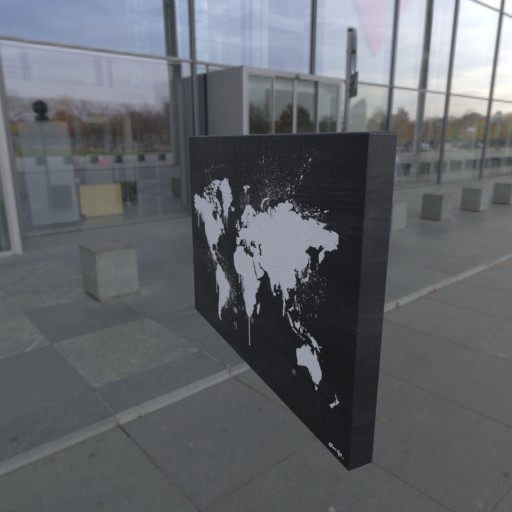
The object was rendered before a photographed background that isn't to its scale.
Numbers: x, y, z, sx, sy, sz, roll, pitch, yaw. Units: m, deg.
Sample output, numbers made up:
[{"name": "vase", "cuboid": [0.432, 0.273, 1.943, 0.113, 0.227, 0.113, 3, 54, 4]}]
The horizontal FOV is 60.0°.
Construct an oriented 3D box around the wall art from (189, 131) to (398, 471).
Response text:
[{"name": "wall art", "cuboid": [0.000, 0.000, 0.773, 0.038, 0.409, 0.610, -7, 16, -25]}]
